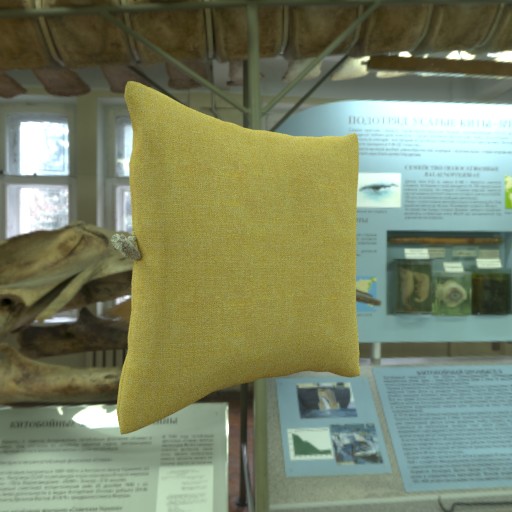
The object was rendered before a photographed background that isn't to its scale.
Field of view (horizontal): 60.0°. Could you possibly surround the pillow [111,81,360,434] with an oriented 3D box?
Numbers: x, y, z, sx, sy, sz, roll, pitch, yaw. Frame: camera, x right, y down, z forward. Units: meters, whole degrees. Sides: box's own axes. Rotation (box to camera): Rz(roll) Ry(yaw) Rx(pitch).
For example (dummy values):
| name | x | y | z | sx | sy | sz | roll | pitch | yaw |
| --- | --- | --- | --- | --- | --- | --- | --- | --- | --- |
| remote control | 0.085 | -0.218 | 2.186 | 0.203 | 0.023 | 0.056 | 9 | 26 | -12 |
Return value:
| name | x | y | z | sx | sy | sz | roll | pitch | yaw |
| --- | --- | --- | --- | --- | --- | --- | --- | --- | --- |
| pillow | 0.000 | 0.000 | 0.752 | 0.485 | 0.481 | 0.167 | 0 | 1 | -36 |
